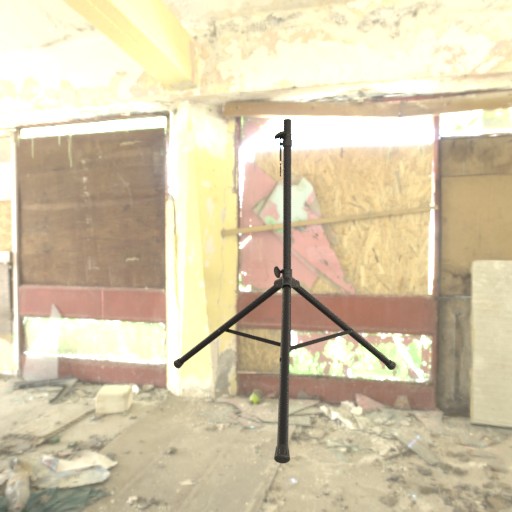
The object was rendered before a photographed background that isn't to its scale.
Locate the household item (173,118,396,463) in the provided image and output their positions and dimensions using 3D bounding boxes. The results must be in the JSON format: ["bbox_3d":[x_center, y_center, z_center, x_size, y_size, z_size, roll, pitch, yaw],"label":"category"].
[{"bbox_3d":[0.000,0.000,2.735,1.339,1.595,1.596,1,2,34],"label":"household item"}]
